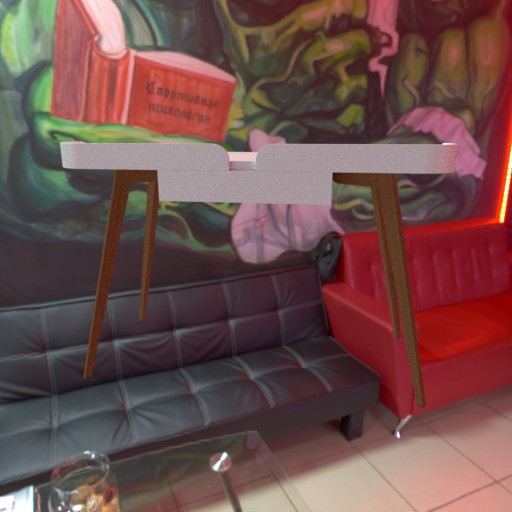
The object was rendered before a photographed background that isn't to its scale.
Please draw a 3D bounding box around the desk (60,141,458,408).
[{"bbox_3d":[0.000,0.000,1.612,1.206,0.807,0.534,2,16,8],"label":"desk"}]
